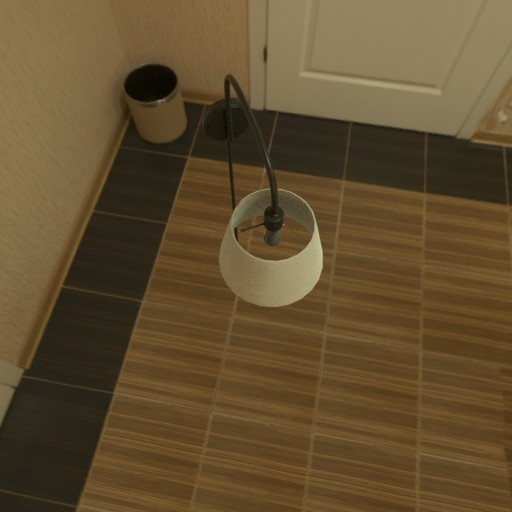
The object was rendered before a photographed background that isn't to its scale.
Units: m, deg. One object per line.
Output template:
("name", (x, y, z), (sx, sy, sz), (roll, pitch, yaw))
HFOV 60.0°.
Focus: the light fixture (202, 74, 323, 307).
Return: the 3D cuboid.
("light fixture", (0.000, 0.000, 0.481), (0.092, 0.399, 0.176), (-17, 65, -8))
